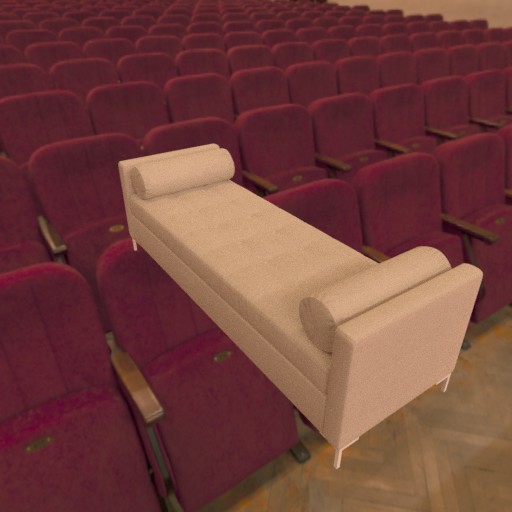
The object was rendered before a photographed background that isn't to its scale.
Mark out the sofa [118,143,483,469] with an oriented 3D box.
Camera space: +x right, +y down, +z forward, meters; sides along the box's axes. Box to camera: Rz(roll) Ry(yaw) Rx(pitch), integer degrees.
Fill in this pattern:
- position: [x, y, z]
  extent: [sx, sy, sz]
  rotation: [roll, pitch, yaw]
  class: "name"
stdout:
- position: [0.000, 0.000, 2.312]
  extent: [0.686, 0.635, 1.981]
  rotation: [-19, 36, -29]
  class: "sofa"
